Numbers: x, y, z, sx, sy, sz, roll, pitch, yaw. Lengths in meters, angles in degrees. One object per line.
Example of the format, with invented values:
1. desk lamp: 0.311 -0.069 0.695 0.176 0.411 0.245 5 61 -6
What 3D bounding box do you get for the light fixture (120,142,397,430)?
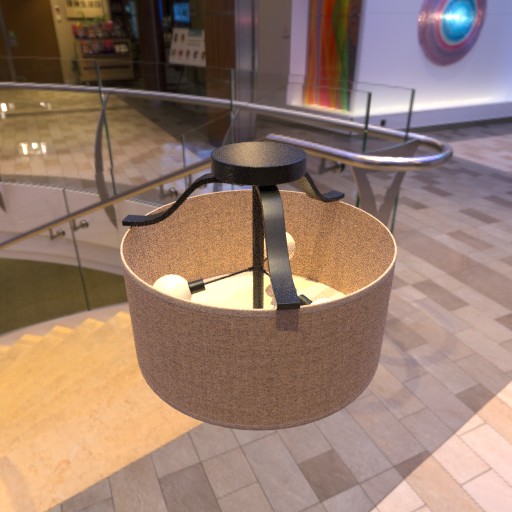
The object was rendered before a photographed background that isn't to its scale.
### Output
1. light fixture: 0.000 0.000 0.652 0.390 0.306 0.390 0 28 0
